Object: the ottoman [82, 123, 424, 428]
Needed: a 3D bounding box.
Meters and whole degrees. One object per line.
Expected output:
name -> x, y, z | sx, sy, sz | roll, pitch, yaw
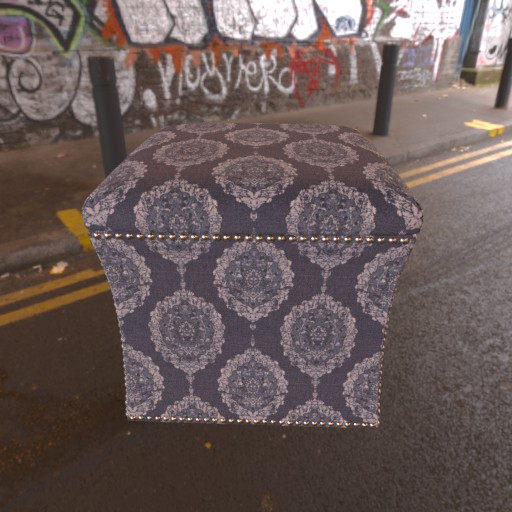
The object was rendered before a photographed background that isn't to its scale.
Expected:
ottoman -> 0.000, 0.000, 0.914 | 0.497, 0.475, 0.507 | 1, 28, 2
